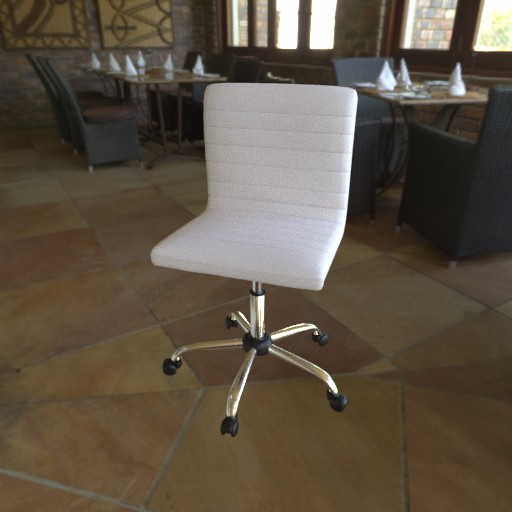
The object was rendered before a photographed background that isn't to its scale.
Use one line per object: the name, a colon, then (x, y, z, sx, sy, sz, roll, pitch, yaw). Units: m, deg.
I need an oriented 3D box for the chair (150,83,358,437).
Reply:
chair: (0.000, 0.000, 1.070, 0.520, 0.750, 0.455, 8, 27, 16)
